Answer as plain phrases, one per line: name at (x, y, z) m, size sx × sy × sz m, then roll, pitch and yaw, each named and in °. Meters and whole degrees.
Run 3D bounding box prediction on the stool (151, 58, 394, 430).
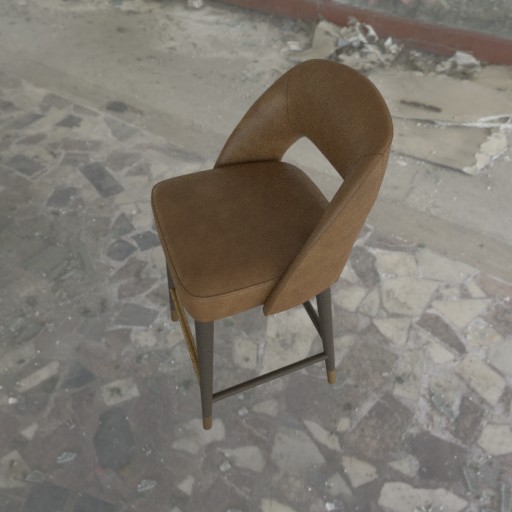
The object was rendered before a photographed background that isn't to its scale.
stool at (0.000, 0.000, 1.227) m, size 0.509 × 0.940 × 0.494 m, roll -15°, pitch 49°, yaw -14°
